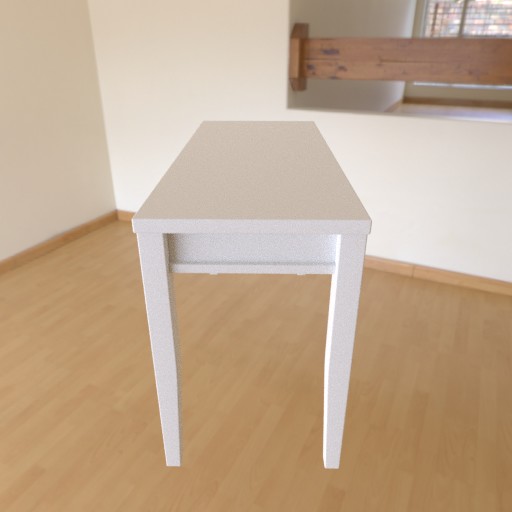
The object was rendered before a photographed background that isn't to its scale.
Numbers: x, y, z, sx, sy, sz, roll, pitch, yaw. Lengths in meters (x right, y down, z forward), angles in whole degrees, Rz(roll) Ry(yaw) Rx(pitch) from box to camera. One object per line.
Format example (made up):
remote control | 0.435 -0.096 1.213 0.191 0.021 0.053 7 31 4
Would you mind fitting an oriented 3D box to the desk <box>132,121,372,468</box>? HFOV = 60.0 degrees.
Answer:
desk | 0.000 0.000 1.650 0.508 0.775 1.220 0 26 1
